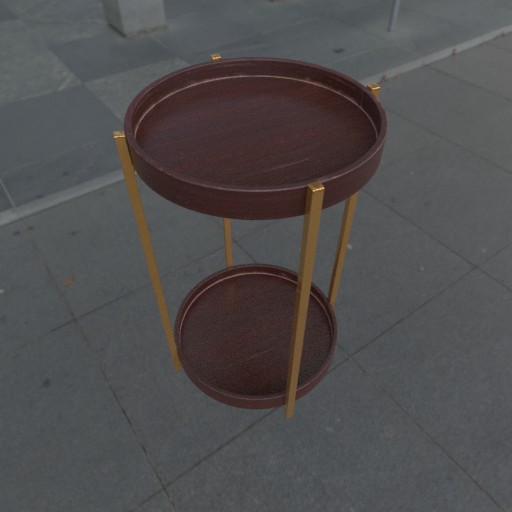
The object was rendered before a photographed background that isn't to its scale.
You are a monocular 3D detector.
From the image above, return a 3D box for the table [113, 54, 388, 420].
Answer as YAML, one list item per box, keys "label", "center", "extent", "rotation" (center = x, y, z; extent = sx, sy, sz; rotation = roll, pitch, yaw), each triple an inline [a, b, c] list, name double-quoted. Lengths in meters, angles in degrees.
- label: "table"
  center: [0.000, 0.000, 0.850]
  extent: [0.400, 0.610, 0.400]
  rotation: [-15, 48, -14]
